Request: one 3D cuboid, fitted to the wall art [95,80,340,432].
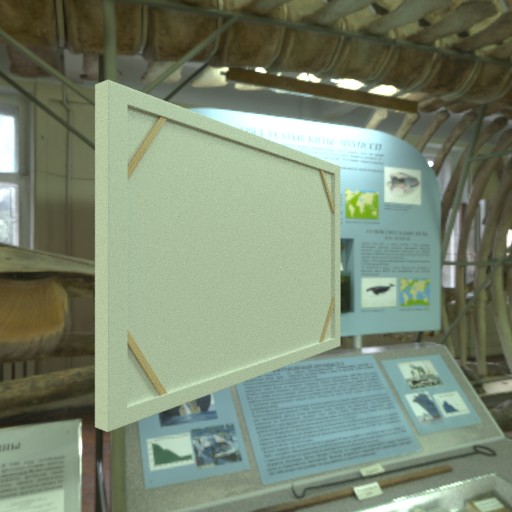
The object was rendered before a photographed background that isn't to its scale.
[{"bbox_3d":[0.000,0.000,1.145,0.038,0.609,0.914,0,0,36],"label":"wall art"}]
